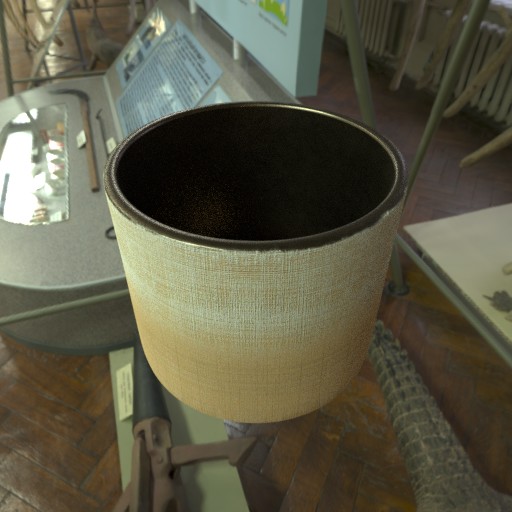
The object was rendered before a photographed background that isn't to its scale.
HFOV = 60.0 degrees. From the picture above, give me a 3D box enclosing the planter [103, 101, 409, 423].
[{"bbox_3d":[0.000,0.000,0.442,0.254,0.221,0.254,0,40,0],"label":"planter"}]
